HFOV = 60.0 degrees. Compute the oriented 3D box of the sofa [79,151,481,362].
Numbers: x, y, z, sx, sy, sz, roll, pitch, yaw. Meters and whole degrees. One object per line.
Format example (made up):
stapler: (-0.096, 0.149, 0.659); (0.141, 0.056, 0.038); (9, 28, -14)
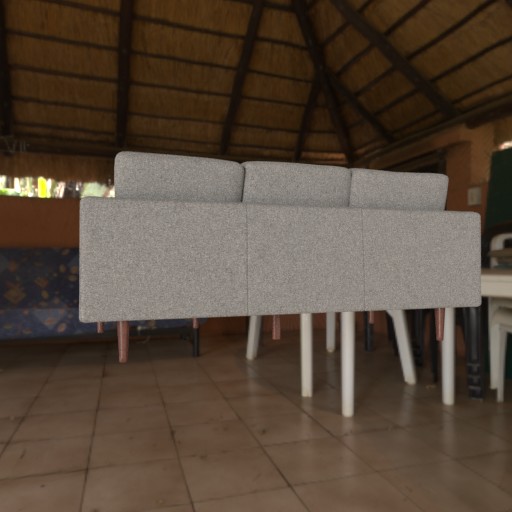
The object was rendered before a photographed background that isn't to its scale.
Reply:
sofa: (0.000, 0.000, 2.894); (2.055, 0.957, 1.667); (0, 0, -18)
